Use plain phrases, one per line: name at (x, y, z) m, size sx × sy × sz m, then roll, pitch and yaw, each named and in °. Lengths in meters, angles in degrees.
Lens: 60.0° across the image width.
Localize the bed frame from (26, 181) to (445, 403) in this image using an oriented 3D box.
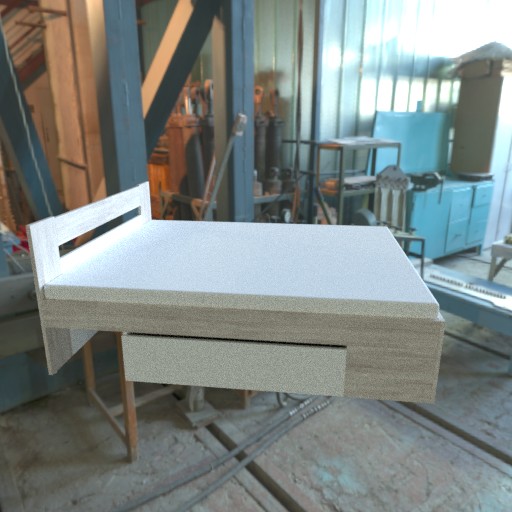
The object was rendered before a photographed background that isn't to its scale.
bed frame at (0.000, 0.000, 3.174) m, size 2.050 × 0.860 × 2.040 m, roll 2°, pitch 17°, yaw 7°
